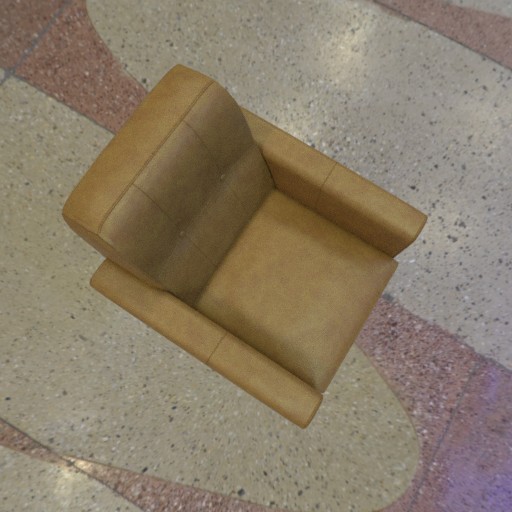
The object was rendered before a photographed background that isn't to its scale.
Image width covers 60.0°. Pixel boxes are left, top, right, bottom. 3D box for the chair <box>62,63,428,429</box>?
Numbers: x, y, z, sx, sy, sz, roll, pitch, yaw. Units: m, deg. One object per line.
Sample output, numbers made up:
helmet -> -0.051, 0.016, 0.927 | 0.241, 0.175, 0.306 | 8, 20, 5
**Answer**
chair -> 0.000, 0.000, 1.639 | 0.942, 0.968, 0.845 | 32, 78, 8
